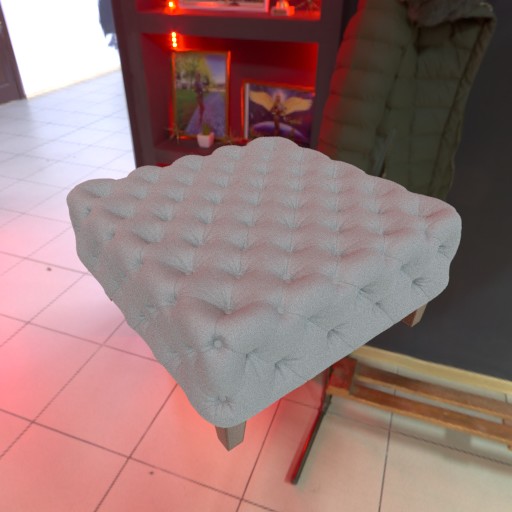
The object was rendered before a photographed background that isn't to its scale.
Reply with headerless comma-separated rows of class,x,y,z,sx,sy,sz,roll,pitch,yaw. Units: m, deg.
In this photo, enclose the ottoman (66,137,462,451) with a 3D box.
ottoman,0.000,0.000,1.440,0.917,0.439,0.911,-23,40,-30
